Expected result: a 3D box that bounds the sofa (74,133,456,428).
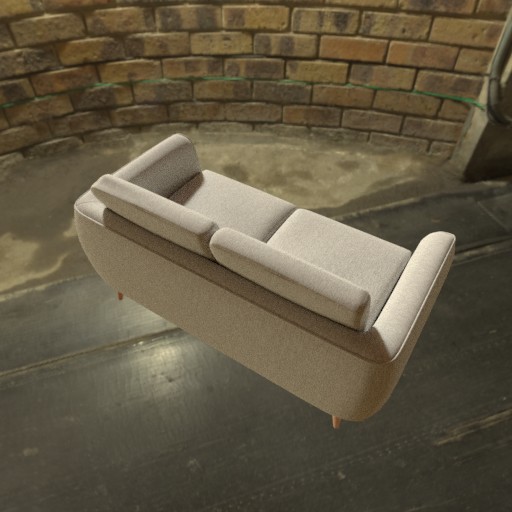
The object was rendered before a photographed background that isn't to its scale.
[{"bbox_3d":[0.000,0.000,2.241,1.700,0.850,0.920,25,51,22],"label":"sofa"}]
